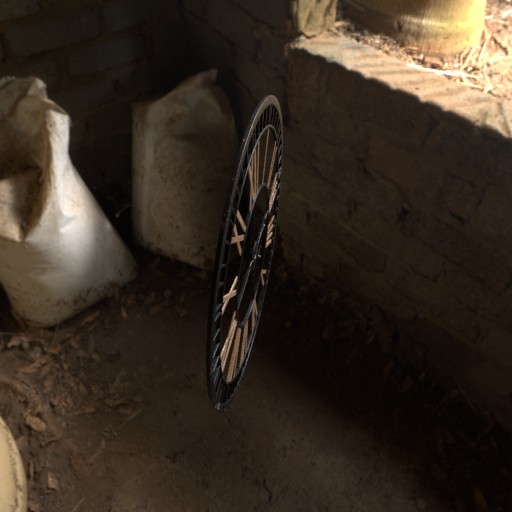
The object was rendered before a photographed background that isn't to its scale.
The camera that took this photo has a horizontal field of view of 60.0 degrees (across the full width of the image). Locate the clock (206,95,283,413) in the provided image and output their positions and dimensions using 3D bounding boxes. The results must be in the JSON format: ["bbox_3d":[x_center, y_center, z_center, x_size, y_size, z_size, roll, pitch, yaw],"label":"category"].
[{"bbox_3d":[0.000,0.000,1.231,0.025,0.843,0.843,9,49,8],"label":"clock"}]
